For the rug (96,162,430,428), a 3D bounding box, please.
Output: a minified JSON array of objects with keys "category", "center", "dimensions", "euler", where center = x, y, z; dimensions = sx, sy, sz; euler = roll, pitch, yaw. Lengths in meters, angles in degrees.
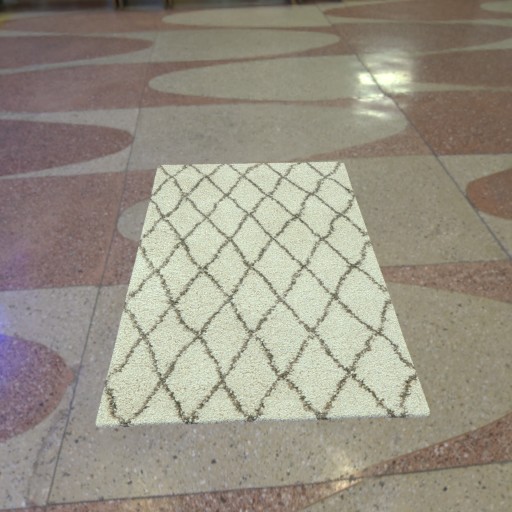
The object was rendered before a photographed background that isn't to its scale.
[{"category":"rug","center":[0.000,0.000,2.261],"dimensions":[1.219,0.030,1.778],"euler":[-1,43,-1]}]
